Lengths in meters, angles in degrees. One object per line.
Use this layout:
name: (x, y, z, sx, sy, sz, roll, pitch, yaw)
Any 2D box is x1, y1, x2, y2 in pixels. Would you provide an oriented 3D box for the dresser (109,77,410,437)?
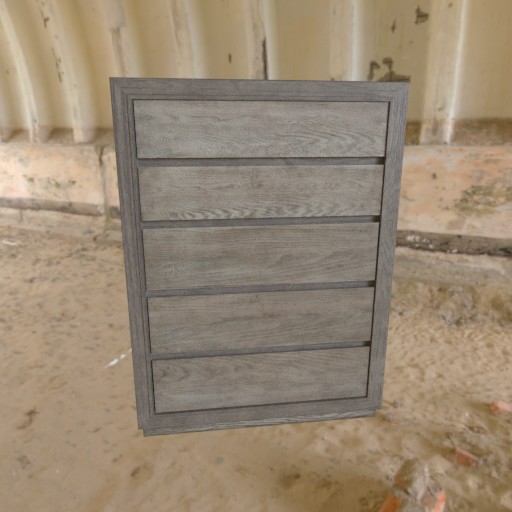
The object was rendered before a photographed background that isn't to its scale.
dresser: (0.000, 0.000, 1.811, 0.967, 1.295, 0.483, -2, 16, -7)
